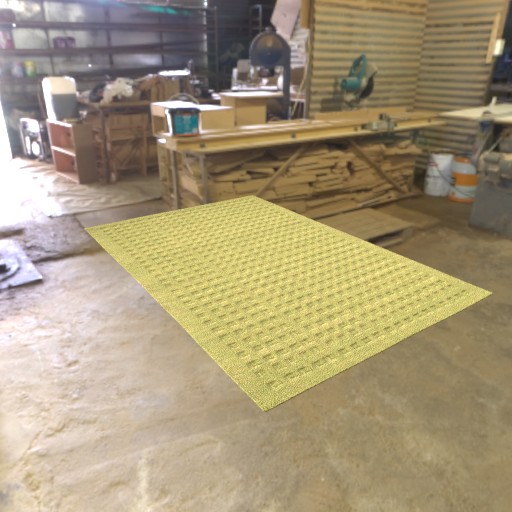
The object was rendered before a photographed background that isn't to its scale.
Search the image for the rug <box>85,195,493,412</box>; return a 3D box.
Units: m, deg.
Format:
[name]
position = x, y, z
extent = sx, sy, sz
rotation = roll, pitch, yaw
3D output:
[rug]
position = 0.000, 0.000, 2.851
extent = 1.529, 0.007, 2.297
rotation = -16, 29, -32
